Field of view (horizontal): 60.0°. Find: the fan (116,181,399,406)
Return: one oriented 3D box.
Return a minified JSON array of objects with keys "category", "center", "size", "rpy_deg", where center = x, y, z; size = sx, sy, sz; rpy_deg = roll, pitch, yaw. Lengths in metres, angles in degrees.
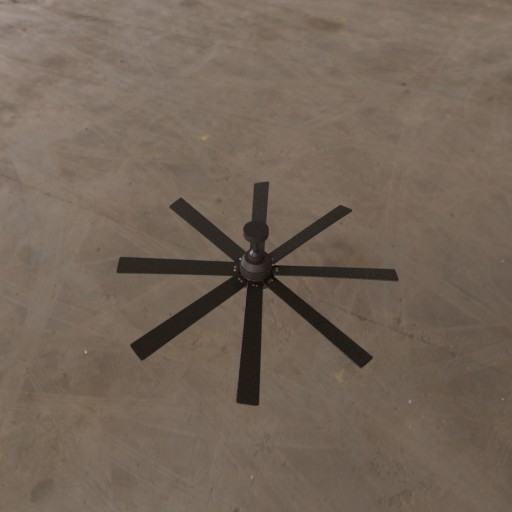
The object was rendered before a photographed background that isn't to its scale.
[{"category":"fan","center":[0.000,0.000,2.803],"size":[1.830,0.472,1.830],"rpy_deg":[-34,56,-27]}]
